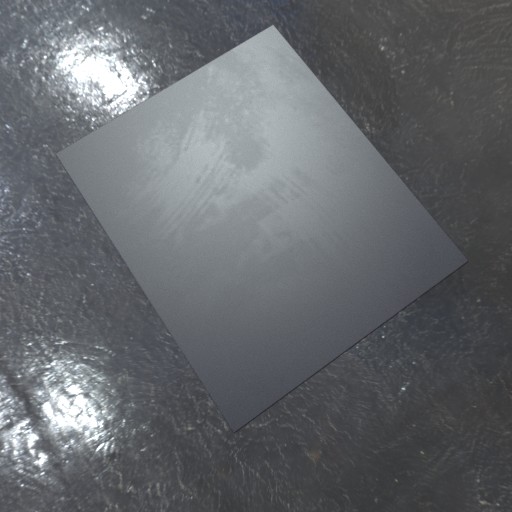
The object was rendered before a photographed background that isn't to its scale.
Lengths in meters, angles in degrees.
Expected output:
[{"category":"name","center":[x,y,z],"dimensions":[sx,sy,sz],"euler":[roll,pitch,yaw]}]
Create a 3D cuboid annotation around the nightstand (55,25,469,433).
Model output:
[{"category":"nightstand","center":[0.000,0.000,0.947],"dimensions":[0.402,0.623,0.479],"euler":[-34,79,-8]}]
